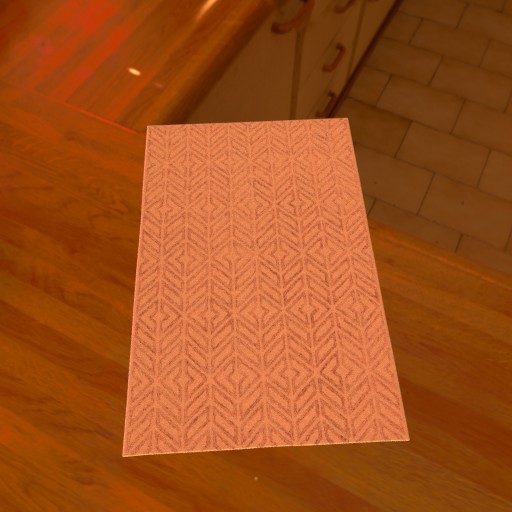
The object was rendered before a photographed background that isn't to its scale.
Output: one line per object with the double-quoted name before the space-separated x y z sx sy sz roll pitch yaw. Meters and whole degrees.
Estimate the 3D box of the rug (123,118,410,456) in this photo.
"rug" 0.000 0.000 2.288 1.220 0.007 1.828 -3 63 -1
